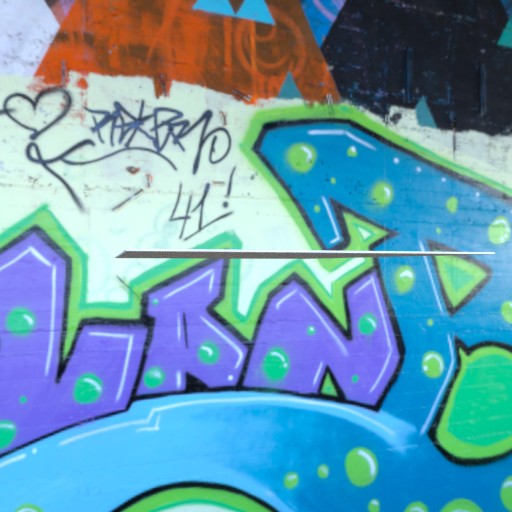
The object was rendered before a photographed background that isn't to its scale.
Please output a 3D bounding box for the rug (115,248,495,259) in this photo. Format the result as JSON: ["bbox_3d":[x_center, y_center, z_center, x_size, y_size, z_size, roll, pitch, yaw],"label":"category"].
[{"bbox_3d":[0.000,0.000,3.943,2.353,0.014,2.945,0,-1,-19],"label":"rug"}]
